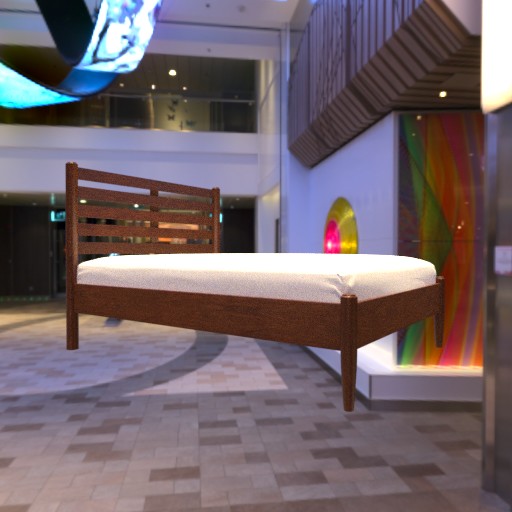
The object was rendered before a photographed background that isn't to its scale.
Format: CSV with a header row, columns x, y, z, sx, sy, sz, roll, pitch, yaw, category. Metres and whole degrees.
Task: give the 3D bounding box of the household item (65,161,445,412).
x,y,z,sx,sy,sz,roll,pitch,yaw,category
0.000,0.000,3.223,2.232,1.356,1.663,1,1,36,household item
